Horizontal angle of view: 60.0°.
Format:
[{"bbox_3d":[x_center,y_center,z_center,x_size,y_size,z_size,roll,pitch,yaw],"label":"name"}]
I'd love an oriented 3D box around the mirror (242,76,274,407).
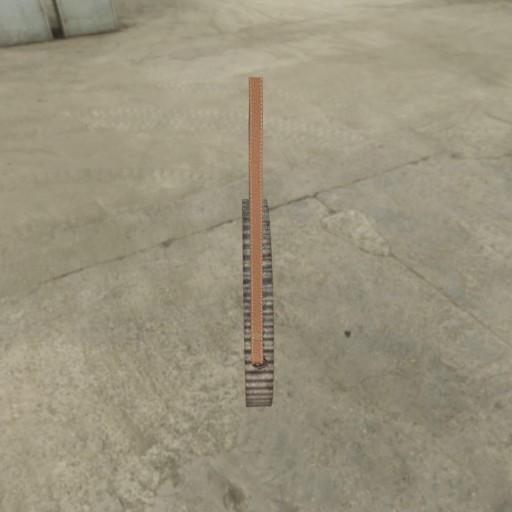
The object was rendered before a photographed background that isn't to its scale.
[{"bbox_3d":[0.000,0.000,0.710,0.042,0.568,0.355,-1,42,-1],"label":"mirror"}]
